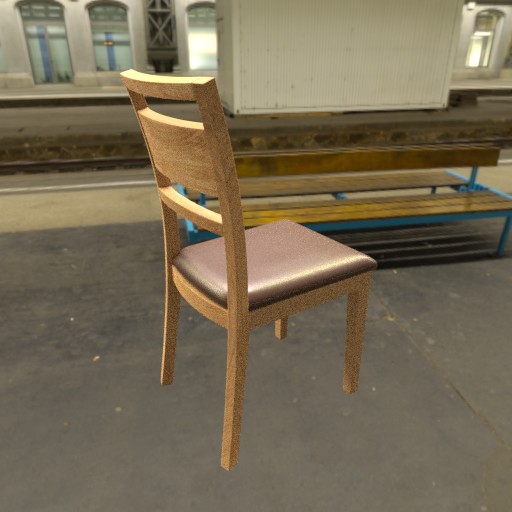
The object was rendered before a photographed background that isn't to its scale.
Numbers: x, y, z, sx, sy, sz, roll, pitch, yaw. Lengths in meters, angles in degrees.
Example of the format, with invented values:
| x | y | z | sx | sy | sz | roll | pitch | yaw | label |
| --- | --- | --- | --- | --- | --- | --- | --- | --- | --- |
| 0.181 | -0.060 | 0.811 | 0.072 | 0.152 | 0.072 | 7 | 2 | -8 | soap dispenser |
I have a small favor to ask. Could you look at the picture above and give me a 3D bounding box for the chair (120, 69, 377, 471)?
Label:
| x | y | z | sx | sy | sz | roll | pitch | yaw | label |
| --- | --- | --- | --- | --- | --- | --- | --- | --- | --- |
| 0.000 | 0.000 | 1.213 | 0.545 | 0.940 | 0.420 | -17 | 30 | -31 | chair |
